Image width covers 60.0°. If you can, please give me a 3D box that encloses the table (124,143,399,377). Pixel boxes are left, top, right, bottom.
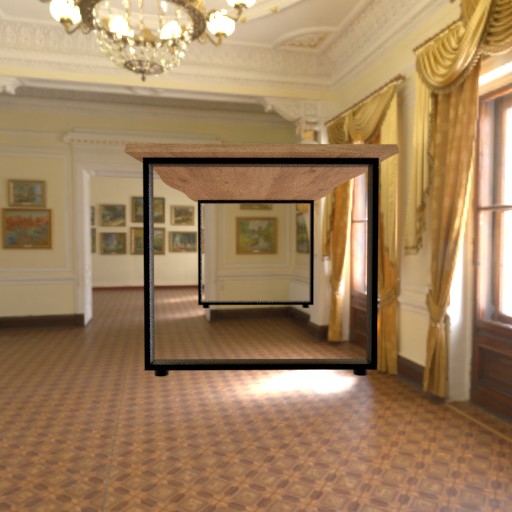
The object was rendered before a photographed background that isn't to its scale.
[{"bbox_3d":[0.000,0.000,2.325,0.900,0.780,1.800,0,2,-1],"label":"table"}]
